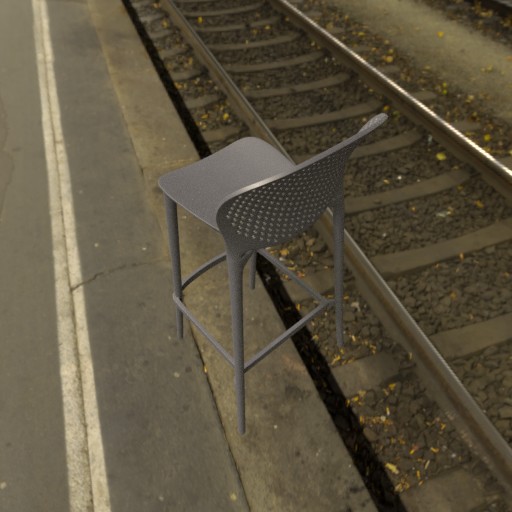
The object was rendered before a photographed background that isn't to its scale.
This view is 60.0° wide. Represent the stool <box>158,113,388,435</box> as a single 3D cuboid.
[{"bbox_3d":[0.000,0.000,1.370,0.536,1.045,0.535,-33,54,-28],"label":"stool"}]
